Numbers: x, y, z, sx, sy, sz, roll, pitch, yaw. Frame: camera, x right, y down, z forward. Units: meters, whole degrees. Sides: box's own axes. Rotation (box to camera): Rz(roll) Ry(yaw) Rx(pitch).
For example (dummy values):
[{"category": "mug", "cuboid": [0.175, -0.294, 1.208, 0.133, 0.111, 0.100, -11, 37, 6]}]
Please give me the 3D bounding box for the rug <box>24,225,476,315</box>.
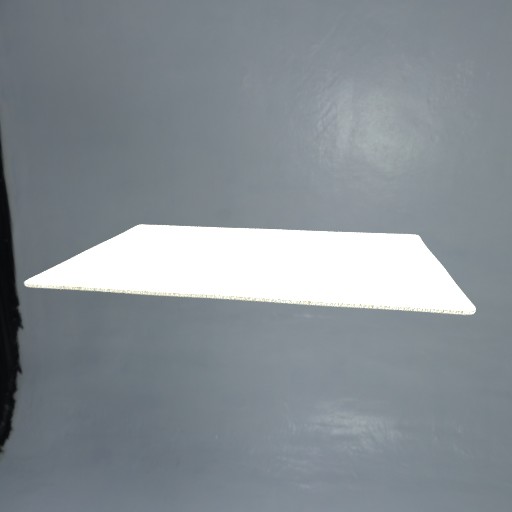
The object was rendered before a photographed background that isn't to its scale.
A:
[{"category": "rug", "cuboid": [0.000, 0.000, 3.412, 2.698, 0.025, 1.798, 3, 16, 9]}]
